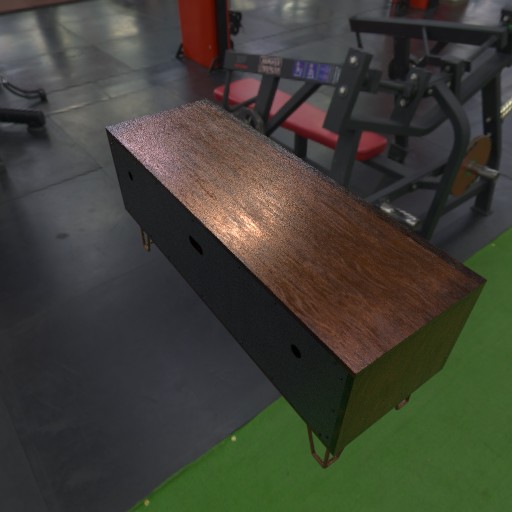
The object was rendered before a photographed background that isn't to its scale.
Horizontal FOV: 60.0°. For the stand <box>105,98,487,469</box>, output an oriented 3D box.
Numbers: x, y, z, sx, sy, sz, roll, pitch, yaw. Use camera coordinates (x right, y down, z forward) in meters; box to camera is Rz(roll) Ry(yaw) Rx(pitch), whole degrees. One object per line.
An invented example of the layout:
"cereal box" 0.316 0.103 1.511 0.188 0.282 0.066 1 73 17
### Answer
"stand" 0.000 0.000 1.643 0.481 0.610 1.372 -26 49 -26
